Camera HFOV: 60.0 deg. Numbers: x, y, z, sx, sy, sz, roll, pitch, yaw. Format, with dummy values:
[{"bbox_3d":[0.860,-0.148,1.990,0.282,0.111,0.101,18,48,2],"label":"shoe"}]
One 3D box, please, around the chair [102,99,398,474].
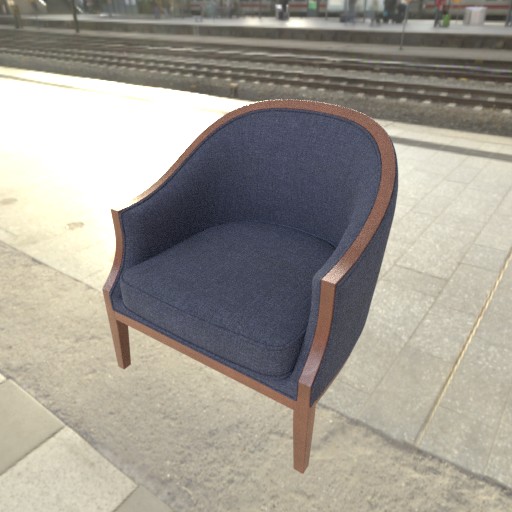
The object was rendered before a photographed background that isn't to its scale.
[{"bbox_3d":[0.000,0.000,1.471,0.803,0.876,0.735,18,35,29],"label":"chair"}]
